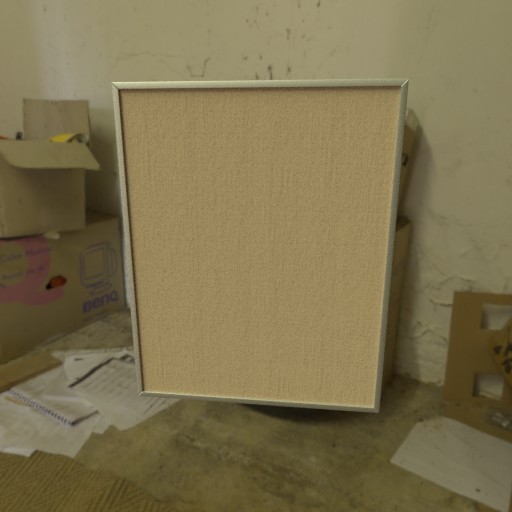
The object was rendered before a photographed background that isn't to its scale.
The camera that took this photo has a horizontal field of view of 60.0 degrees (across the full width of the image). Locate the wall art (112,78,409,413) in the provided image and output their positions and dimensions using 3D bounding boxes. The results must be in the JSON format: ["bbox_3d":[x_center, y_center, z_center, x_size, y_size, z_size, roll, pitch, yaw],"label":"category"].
[{"bbox_3d":[0.000,0.000,0.753,0.445,0.553,0.039,2,16,7],"label":"wall art"}]
